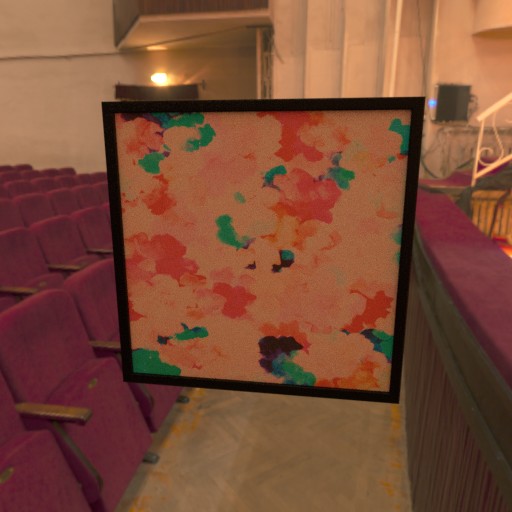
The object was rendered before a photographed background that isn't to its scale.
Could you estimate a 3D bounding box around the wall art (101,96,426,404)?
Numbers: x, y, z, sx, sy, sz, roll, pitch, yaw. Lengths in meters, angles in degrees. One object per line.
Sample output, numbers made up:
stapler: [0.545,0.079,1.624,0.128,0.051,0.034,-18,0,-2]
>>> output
wall art: [0.000,0.000,1.131,0.756,0.755,0.036,2,14,8]
